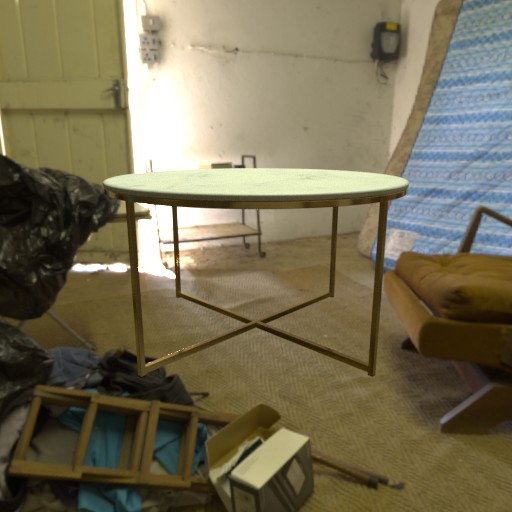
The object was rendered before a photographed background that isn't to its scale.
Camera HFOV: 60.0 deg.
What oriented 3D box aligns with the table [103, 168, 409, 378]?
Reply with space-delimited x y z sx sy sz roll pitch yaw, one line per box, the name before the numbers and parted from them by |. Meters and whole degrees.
table | 0.000 0.000 1.276 0.800 0.450 0.800 0 15 0
